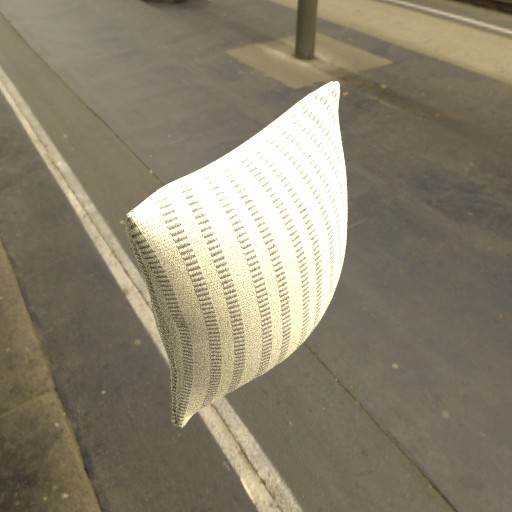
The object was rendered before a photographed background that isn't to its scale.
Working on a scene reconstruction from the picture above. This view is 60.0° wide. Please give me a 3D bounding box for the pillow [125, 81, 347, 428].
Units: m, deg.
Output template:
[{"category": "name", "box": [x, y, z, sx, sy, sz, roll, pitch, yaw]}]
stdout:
[{"category": "pillow", "box": [0.000, 0.000, 0.695, 0.247, 0.419, 0.438, 25, 47, 25]}]
